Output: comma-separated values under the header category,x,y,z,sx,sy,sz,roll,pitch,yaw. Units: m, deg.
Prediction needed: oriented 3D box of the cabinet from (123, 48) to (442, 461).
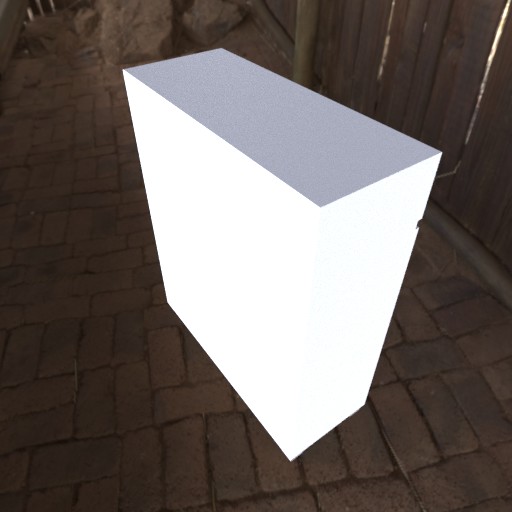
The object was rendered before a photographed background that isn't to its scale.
category,x,y,z,sx,sy,sz,roll,pitch,yaw
cabinet,0.000,0.000,1.692,0.400,1.190,1.000,-26,48,-26
